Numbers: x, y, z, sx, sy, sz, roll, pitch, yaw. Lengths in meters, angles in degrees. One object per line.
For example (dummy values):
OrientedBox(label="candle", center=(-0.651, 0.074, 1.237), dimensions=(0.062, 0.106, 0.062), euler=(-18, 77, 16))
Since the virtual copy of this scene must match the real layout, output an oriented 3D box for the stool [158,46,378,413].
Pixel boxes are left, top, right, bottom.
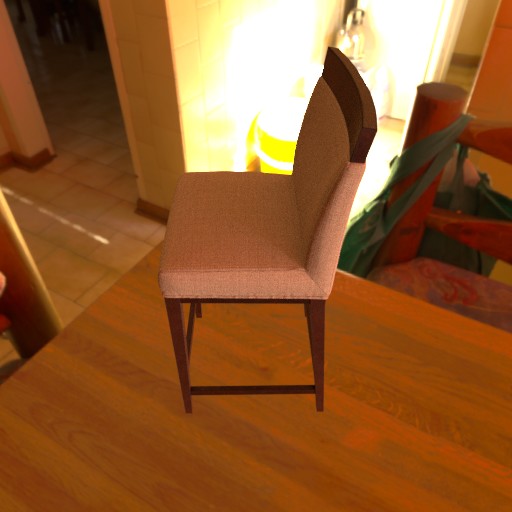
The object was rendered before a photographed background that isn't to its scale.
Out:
OrientedBox(label="stool", center=(0.000, 0.000, 1.285), dimensions=(0.480, 1.011, 0.463), euler=(-1, 42, -1))
